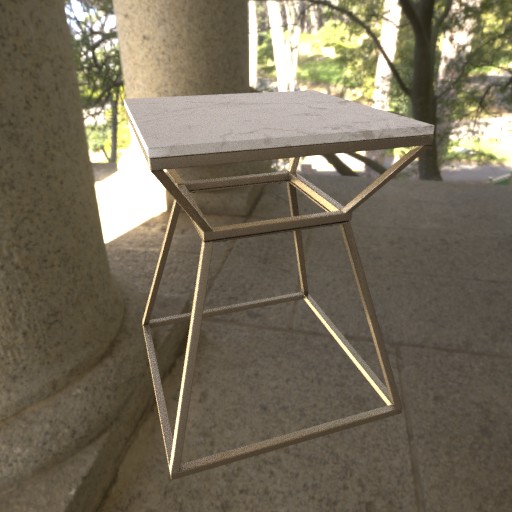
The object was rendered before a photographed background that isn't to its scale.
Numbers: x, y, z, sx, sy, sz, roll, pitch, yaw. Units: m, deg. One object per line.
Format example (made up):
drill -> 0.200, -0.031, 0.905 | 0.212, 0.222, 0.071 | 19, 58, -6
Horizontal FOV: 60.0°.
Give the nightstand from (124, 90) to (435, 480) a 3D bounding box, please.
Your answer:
nightstand -> 0.000, 0.000, 0.874 | 0.455, 0.554, 0.455 | -9, 29, -16
